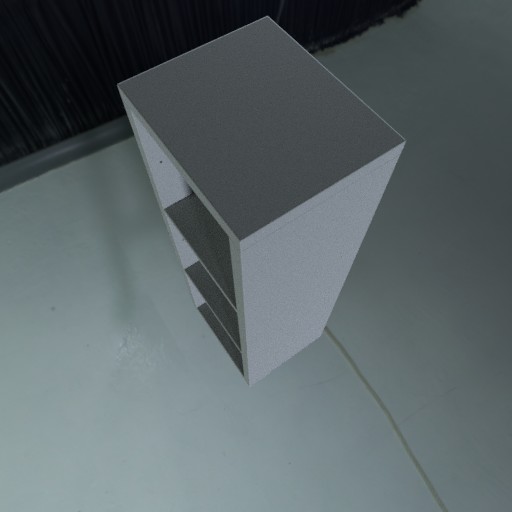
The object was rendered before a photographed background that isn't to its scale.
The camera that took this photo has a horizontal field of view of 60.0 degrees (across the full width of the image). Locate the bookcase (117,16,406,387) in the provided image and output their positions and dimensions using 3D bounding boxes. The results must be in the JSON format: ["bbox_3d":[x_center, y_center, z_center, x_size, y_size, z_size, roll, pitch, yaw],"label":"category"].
[{"bbox_3d":[0.000,0.000,1.237,0.330,1.080,0.390,-32,67,-15],"label":"bookcase"}]
